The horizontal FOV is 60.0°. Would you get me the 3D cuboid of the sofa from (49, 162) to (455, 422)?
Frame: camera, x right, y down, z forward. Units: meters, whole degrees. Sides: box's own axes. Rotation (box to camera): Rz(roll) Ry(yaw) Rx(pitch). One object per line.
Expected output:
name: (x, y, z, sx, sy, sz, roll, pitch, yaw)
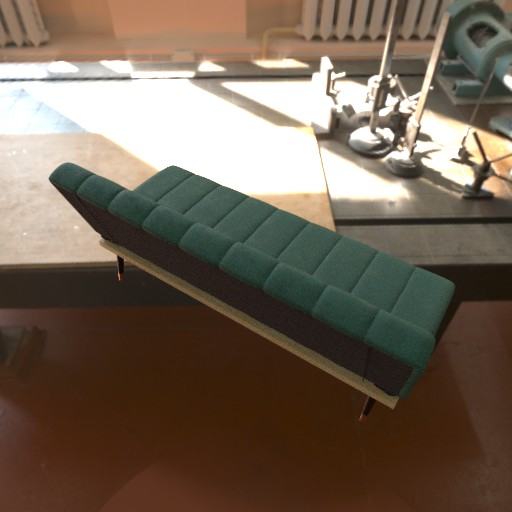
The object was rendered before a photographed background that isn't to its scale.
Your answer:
sofa: (0.000, 0.000, 2.235, 1.810, 0.820, 0.830, 26, 52, 22)
